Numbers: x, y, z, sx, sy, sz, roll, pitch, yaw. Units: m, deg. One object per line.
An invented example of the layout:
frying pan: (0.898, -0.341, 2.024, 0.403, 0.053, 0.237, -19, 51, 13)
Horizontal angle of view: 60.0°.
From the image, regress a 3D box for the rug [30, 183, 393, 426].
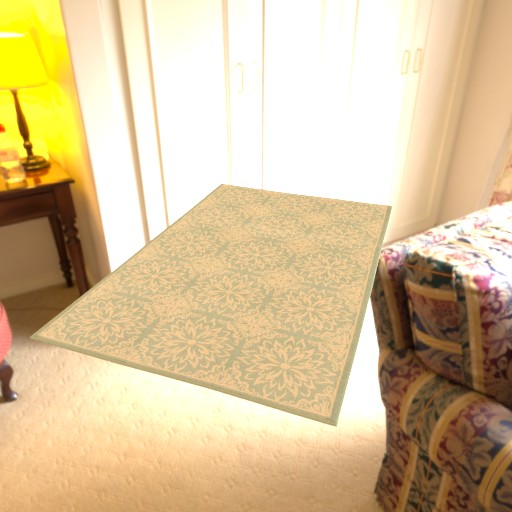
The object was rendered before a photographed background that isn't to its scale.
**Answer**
rug: (0.000, 0.000, 3.447, 1.819, 0.018, 2.746, 10, 31, 18)
